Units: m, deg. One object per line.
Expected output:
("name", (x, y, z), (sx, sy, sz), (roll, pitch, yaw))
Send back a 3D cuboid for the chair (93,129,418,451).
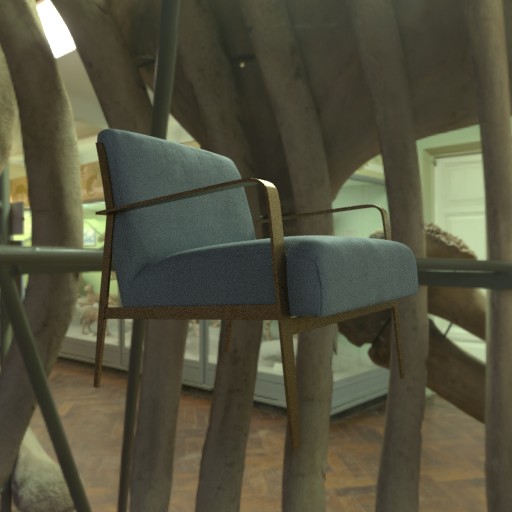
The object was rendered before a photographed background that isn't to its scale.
("chair", (0.000, 0.000, 1.402), (0.842, 0.824, 0.701), (0, 1, 37))
